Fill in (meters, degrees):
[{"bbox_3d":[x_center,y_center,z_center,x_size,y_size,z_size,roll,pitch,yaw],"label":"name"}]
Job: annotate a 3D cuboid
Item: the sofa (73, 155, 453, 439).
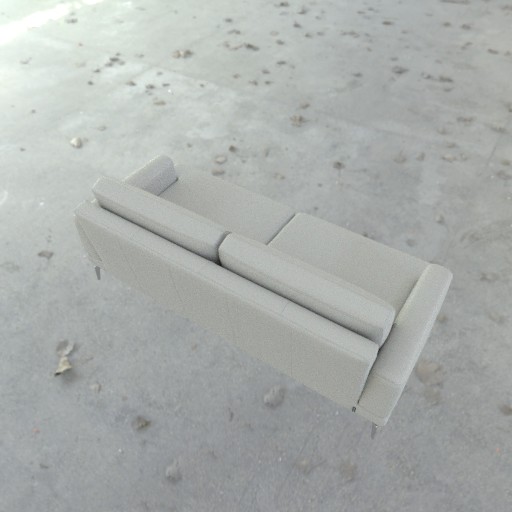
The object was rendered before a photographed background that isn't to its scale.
[{"bbox_3d":[0.000,0.000,2.454,1.940,0.765,0.974,25,51,22],"label":"sofa"}]
